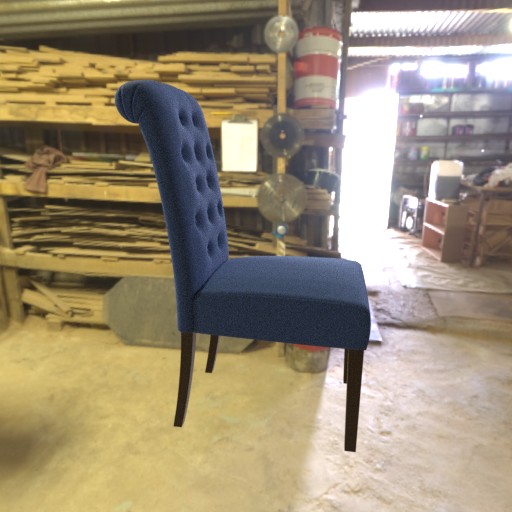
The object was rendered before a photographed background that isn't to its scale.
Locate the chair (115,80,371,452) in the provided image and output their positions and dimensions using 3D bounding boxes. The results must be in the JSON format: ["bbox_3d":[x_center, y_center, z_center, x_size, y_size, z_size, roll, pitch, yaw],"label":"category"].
[{"bbox_3d":[0.000,0.000,1.364,0.671,1.006,0.456,3,14,10],"label":"chair"}]
